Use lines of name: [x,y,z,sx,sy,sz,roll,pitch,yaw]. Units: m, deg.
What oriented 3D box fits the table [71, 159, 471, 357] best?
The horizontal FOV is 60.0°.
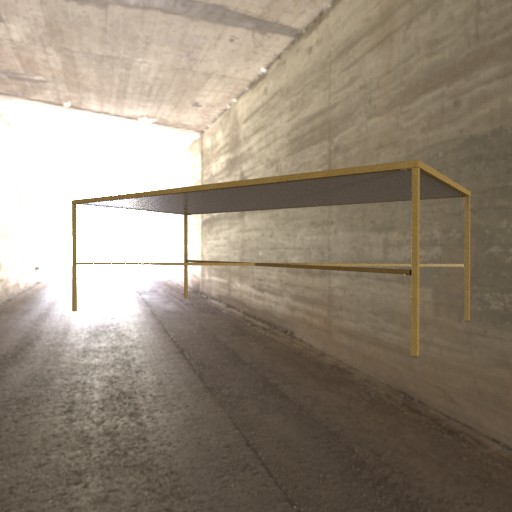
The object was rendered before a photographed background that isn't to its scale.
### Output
table: [0.000,0.000,1.475,1.206,0.398,0.580,0,1,35]
